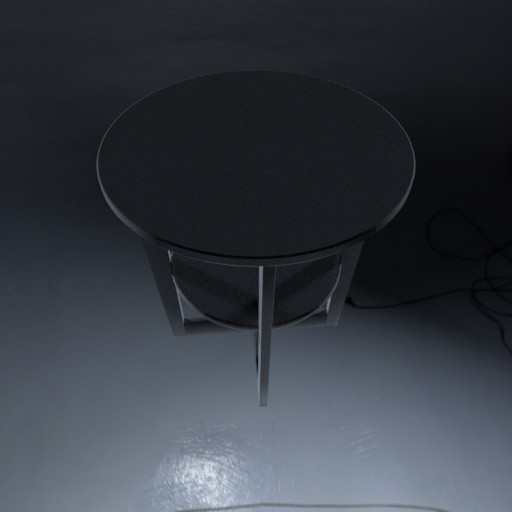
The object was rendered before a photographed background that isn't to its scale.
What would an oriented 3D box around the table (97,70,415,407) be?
[{"bbox_3d":[0.000,0.000,0.918,0.500,0.550,0.500,0,48,0],"label":"table"}]
